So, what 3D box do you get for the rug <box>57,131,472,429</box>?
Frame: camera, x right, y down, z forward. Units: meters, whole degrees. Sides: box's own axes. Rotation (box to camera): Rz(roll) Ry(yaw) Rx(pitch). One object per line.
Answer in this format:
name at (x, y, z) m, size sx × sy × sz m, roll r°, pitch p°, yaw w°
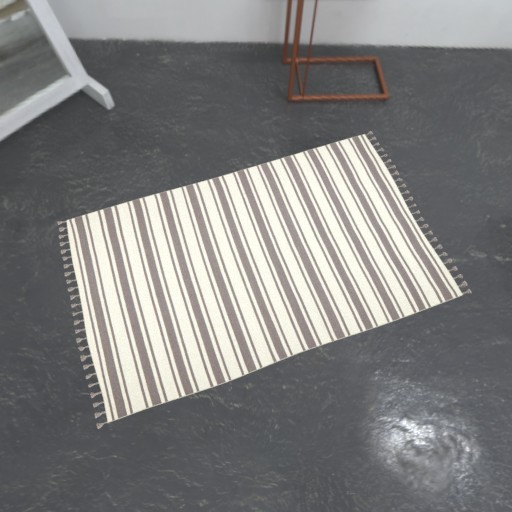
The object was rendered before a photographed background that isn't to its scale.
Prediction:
rug at (0.000, 0.000, 2.532) m, size 2.096 × 0.011 × 1.229 m, roll -18°, pitch 65°, yaw -9°
